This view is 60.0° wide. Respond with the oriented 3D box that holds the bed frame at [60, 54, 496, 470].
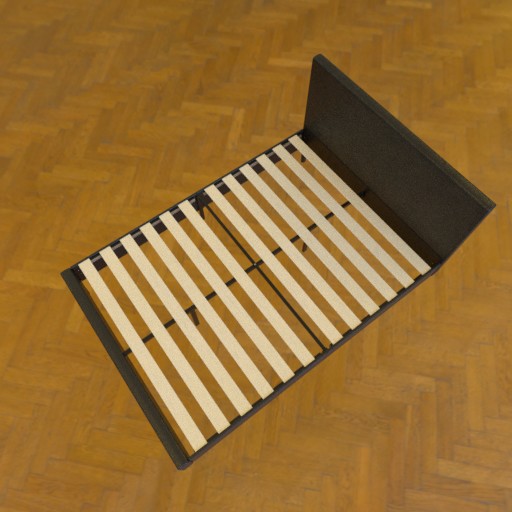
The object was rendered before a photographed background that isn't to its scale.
[{"bbox_3d":[0.000,0.000,2.827,2.152,1.046,1.469,-34,68,-15],"label":"bed frame"}]
